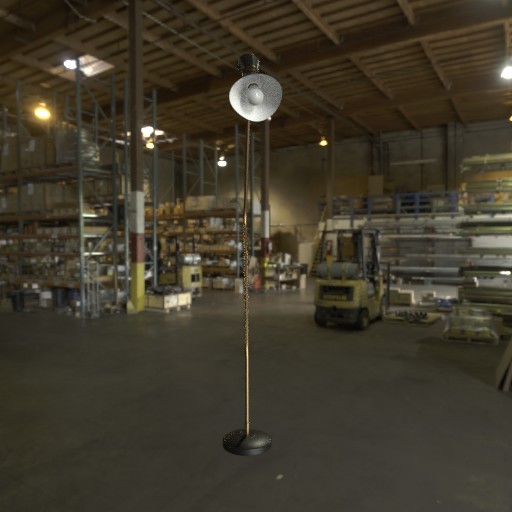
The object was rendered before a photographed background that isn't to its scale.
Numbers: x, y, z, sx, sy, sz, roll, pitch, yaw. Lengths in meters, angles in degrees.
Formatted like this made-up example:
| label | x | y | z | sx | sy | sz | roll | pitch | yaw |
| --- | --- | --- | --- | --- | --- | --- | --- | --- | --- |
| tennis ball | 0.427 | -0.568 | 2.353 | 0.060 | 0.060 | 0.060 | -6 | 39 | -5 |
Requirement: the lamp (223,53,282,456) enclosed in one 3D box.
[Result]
| label | x | y | z | sx | sy | sz | roll | pitch | yaw |
| --- | --- | --- | --- | --- | --- | --- | --- | --- | --- |
| lamp | 0.000 | 0.000 | 1.631 | 0.277 | 1.438 | 0.467 | 0 | 1 | 19 |
